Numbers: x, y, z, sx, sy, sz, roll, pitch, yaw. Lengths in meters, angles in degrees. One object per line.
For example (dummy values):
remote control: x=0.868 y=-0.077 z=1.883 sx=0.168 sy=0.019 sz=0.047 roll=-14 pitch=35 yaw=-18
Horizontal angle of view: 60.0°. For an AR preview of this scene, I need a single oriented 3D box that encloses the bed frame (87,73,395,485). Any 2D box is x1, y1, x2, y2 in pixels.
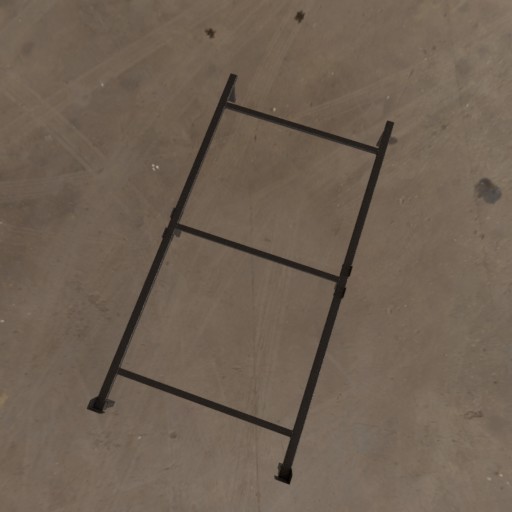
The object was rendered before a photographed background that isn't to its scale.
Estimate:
bed frame: x=0.000 y=0.000 z=2.295 sx=0.968 sy=0.248 sz=1.897 roll=18 pitch=77 yaw=5
